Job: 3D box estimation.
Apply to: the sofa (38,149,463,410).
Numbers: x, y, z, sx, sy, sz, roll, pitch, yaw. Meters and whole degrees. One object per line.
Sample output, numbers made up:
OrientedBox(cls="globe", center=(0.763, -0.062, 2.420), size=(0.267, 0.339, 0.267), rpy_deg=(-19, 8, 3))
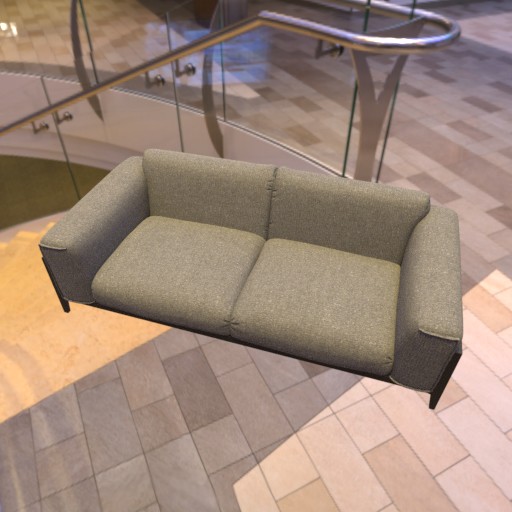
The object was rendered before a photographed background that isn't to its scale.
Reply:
OrientedBox(cls="sofa", center=(0.000, 0.000, 2.519), size=(2.125, 0.703, 0.985), rpy_deg=(12, 43, 13))
